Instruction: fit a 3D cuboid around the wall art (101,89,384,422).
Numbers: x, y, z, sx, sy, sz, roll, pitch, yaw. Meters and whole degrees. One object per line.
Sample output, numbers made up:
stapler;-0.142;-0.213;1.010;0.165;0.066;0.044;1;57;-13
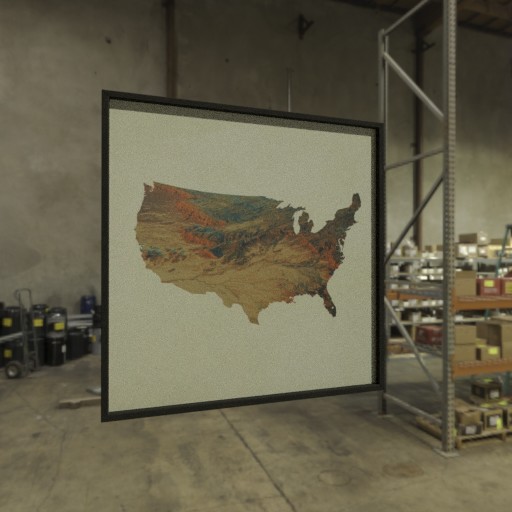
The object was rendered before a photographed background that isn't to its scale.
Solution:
wall art;0.000;0.000;1.156;0.762;0.762;0.038;0;0;-19
